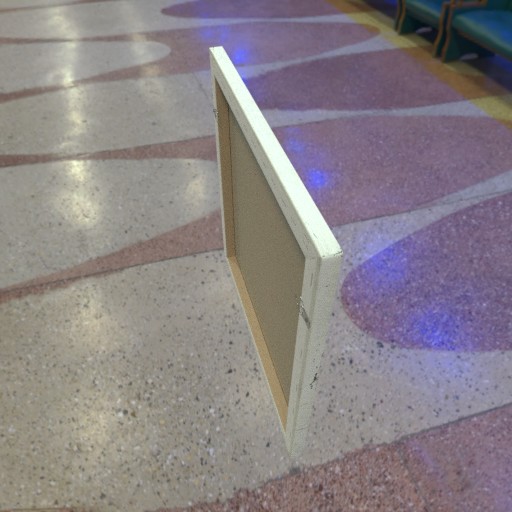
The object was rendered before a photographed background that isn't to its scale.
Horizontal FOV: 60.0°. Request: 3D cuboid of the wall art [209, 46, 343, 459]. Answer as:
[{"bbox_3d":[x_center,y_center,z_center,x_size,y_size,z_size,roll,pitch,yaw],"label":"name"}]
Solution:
[{"bbox_3d":[0.000,0.000,1.134,0.038,0.762,0.762,-12,47,-11],"label":"wall art"}]
